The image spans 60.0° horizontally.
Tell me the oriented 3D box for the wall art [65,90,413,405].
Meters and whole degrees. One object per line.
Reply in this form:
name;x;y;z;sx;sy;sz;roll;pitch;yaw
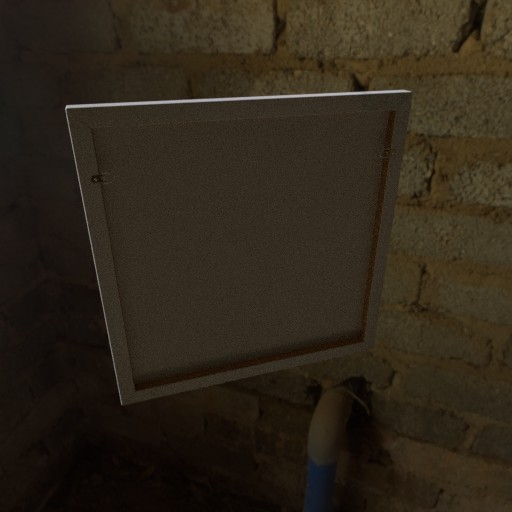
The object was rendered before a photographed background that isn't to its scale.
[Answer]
wall art;0.000;0.000;1.124;0.762;0.762;0.041;-8;29;-16
